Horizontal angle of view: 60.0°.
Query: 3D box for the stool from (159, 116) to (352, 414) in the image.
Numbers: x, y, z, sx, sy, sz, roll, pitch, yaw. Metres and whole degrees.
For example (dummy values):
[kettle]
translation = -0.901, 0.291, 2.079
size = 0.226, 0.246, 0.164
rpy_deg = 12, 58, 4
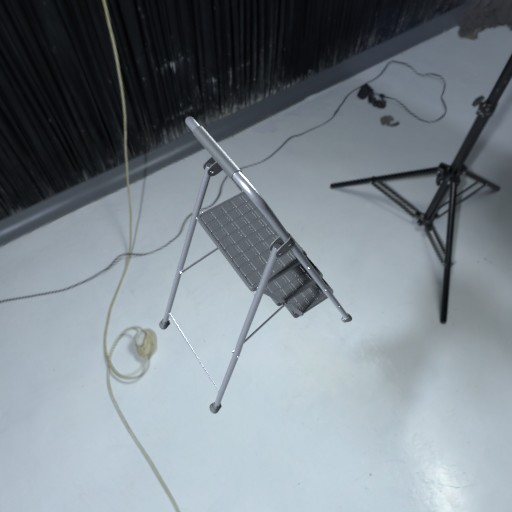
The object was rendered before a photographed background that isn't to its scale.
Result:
[stool]
translation = 0.000, 0.000, 1.493
size = 0.733, 1.121, 0.473
rpy_deg = -30, 63, -17
